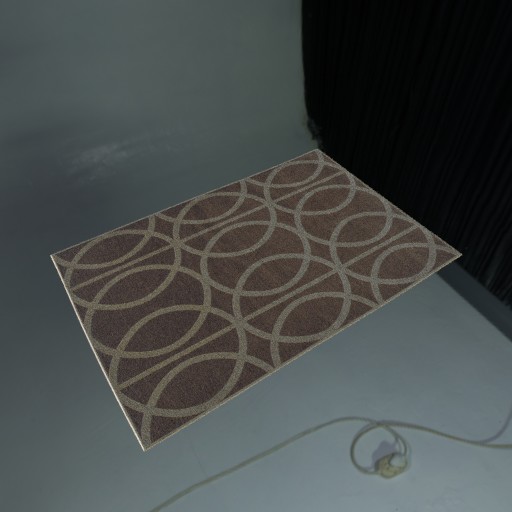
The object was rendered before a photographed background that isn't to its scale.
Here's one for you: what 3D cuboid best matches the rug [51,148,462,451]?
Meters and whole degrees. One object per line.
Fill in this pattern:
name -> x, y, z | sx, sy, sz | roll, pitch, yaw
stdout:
rug -> 0.000, 0.000, 2.937 | 2.290, 0.014, 1.526 | -26, 52, -23
